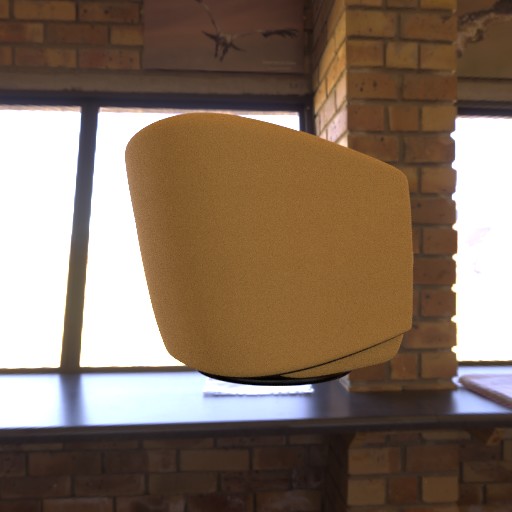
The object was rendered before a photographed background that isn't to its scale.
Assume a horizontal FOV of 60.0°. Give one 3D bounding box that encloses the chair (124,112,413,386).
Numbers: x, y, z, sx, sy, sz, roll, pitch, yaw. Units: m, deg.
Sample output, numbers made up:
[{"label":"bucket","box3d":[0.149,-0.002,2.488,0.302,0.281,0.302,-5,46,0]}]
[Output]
[{"label":"chair","box3d":[0.000,0.000,1.386,0.767,0.698,0.773,0,-1,-35]}]
